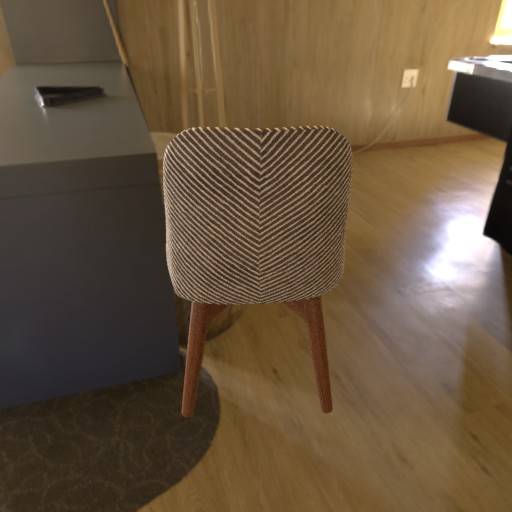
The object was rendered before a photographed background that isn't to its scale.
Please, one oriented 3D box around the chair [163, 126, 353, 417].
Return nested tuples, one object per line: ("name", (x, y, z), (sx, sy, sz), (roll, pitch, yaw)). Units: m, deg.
("chair", (0.000, 0.000, 1.280), (0.504, 0.883, 0.591), (-1, 31, -2))
